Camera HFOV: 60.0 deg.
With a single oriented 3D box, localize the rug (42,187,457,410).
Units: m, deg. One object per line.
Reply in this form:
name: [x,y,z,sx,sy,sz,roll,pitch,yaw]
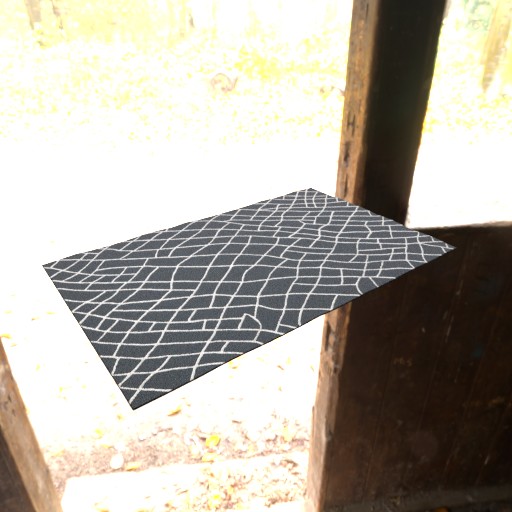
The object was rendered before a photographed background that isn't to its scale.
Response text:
rug: [0.000,0.000,3.064,2.448,0.017,1.529,-20,35,-31]
